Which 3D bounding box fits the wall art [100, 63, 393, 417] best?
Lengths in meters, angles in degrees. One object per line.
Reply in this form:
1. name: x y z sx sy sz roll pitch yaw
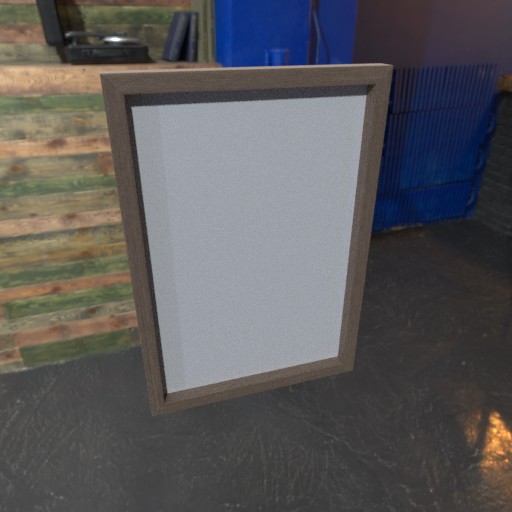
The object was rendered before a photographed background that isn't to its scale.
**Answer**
1. wall art: 0.000 0.000 0.650 0.358 0.510 0.032 -8 29 -15
